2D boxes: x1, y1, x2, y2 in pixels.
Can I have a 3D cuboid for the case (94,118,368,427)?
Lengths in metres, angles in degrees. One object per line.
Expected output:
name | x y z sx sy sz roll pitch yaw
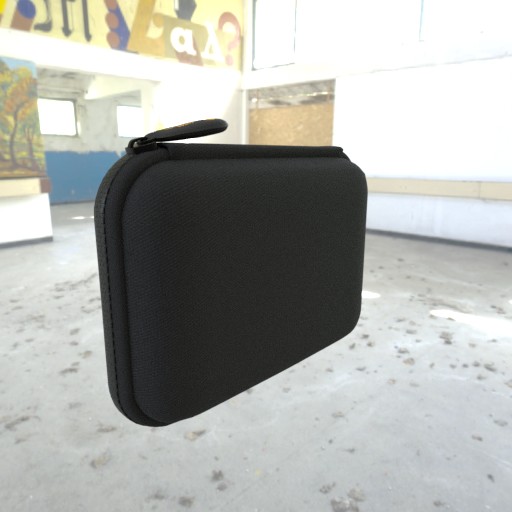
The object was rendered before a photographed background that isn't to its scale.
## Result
case | 0.000 0.000 0.180 0.038 0.105 0.132 13 18 42
